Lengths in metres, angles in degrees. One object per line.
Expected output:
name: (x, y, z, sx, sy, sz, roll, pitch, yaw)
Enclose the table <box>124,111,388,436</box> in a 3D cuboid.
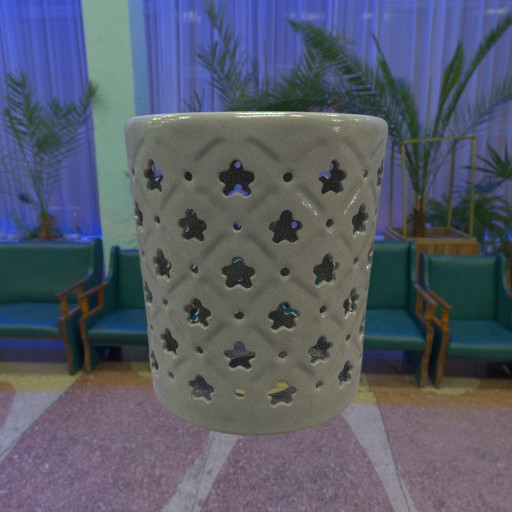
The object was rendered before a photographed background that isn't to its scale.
table: (0.000, 0.000, 0.653, 0.352, 0.387, 0.352, 0, 14, 0)
